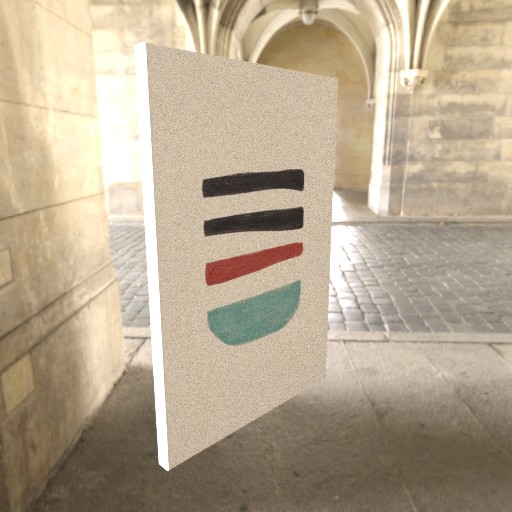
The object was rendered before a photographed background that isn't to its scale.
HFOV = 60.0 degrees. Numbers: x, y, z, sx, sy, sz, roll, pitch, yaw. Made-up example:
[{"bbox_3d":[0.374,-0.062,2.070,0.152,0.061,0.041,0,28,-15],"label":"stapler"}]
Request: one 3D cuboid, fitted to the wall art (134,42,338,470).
[{"bbox_3d":[0.000,0.000,1.135,0.607,0.912,0.038,-13,19,-43],"label":"wall art"}]
